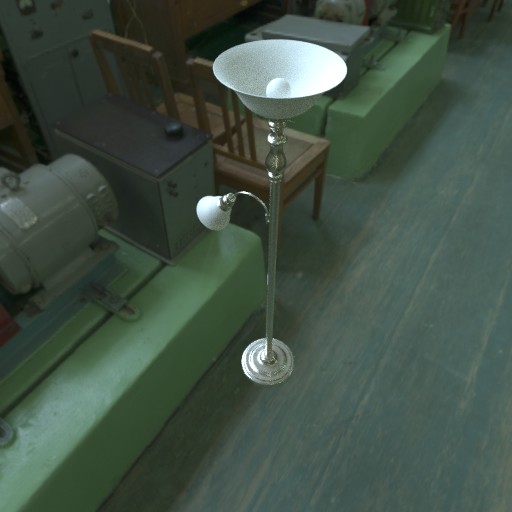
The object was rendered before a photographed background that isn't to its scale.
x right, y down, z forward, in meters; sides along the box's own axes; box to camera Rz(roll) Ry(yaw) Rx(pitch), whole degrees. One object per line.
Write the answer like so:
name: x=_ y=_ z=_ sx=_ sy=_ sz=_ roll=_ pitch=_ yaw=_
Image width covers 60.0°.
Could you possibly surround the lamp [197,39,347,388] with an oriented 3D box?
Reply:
lamp: x=0.000 y=0.000 z=2.029 sx=0.575 sy=1.785 sz=0.405 roll=24 pitch=51 yaw=21
